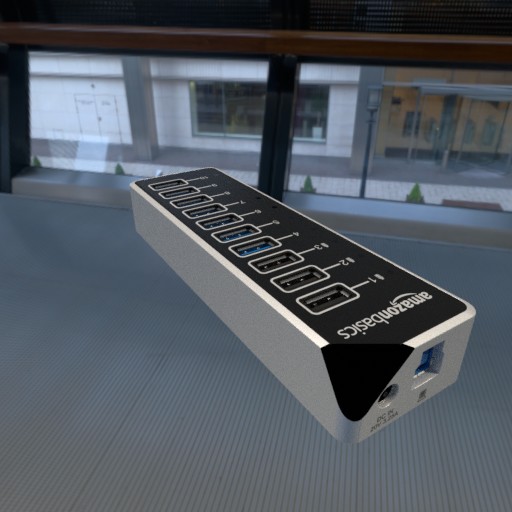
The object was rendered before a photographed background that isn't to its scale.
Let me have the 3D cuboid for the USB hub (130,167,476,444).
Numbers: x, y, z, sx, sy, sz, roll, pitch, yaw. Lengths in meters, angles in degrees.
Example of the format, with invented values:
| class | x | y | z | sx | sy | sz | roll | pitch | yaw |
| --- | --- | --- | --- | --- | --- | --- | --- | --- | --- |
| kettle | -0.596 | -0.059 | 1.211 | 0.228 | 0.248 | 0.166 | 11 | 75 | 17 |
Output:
| class | x | y | z | sx | sy | sz | roll | pitch | yaw |
| --- | --- | --- | --- | --- | --- | --- | --- | --- | --- |
| USB hub | 0.000 | 0.000 | 0.160 | 0.044 | 0.023 | 0.145 | -17 | 33 | -29 |
